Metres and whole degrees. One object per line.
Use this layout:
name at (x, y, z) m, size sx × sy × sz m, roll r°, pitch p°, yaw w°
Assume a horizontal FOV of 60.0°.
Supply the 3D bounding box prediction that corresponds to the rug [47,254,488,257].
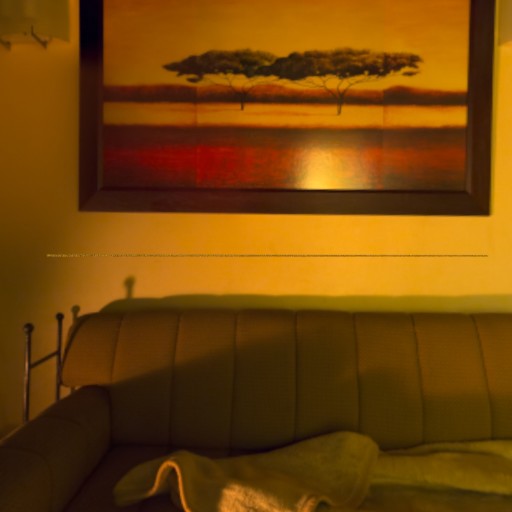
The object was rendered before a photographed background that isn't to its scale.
rug at (0.000, 0.000, 2.193) m, size 1.752 × 0.006 × 1.142 m, roll 0°, pitch 0°, yaw -19°
